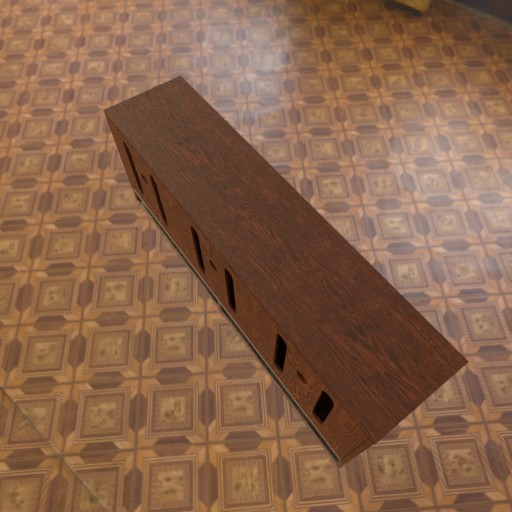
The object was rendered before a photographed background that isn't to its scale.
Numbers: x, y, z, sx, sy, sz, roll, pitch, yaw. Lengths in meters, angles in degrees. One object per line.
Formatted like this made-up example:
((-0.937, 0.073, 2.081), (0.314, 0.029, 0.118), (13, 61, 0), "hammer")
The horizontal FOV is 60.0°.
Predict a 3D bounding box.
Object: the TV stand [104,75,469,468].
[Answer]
((0.000, 0.000, 1.751), (0.382, 0.578, 1.541), (-32, 64, -18), "TV stand")
